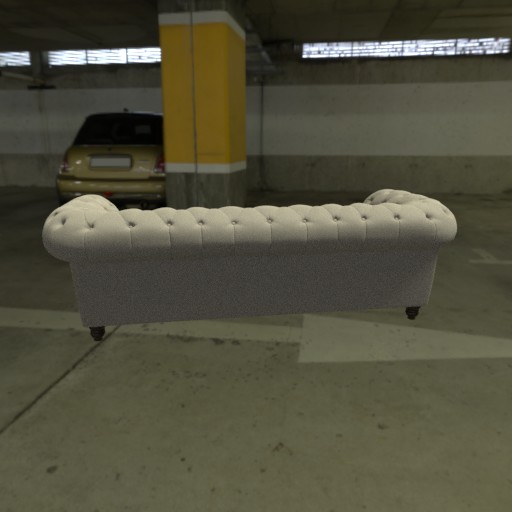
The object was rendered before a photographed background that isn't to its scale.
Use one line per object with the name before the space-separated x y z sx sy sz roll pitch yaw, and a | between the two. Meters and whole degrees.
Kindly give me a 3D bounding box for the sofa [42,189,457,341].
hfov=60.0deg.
sofa | 0.000 0.000 2.807 2.411 0.749 0.991 -2 15 -9
